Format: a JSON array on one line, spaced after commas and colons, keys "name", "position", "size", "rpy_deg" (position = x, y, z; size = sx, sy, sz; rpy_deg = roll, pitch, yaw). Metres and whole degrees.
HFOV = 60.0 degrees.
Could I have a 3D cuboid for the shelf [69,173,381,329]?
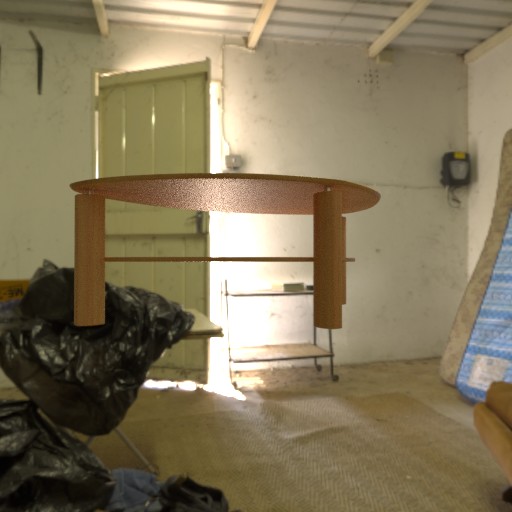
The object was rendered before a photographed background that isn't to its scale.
[{"name": "shelf", "position": [0.000, 0.000, 1.638], "size": [1.246, 0.440, 0.845], "rpy_deg": [1, -1, -36]}]
